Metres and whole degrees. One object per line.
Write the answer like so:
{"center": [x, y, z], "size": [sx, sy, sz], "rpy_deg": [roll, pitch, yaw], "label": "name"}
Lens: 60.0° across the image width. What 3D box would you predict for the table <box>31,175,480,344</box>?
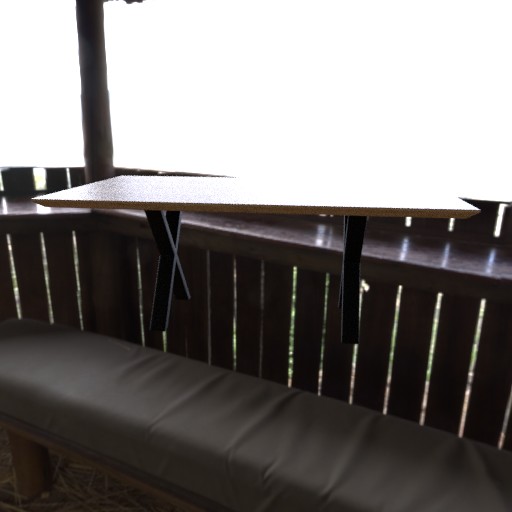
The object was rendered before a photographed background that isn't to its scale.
{"center": [0.000, 0.000, 2.533], "size": [2.000, 0.770, 1.000], "rpy_deg": [2, 17, 8], "label": "table"}
